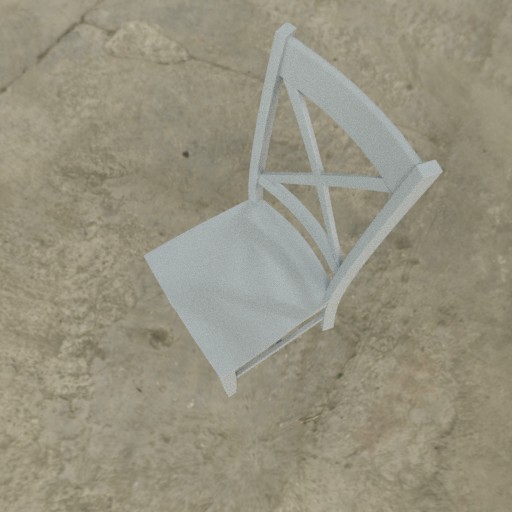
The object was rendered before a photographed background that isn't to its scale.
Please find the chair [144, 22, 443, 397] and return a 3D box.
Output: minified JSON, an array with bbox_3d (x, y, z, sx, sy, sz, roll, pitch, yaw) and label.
[{"bbox_3d":[0.000,0.000,1.277,0.542,0.983,0.485,-32,69,-14],"label":"chair"}]
